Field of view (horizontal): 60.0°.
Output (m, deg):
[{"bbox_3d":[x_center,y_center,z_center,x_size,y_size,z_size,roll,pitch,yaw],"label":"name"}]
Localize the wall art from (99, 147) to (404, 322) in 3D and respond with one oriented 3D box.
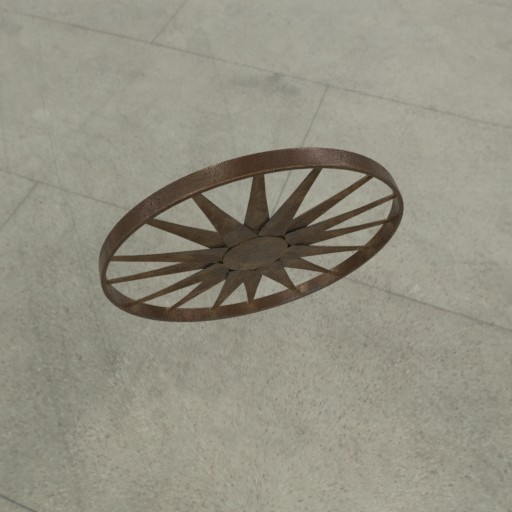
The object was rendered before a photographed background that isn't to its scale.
[{"bbox_3d":[0.000,0.000,0.869,0.582,0.583,0.084,-13,60,-8],"label":"wall art"}]
